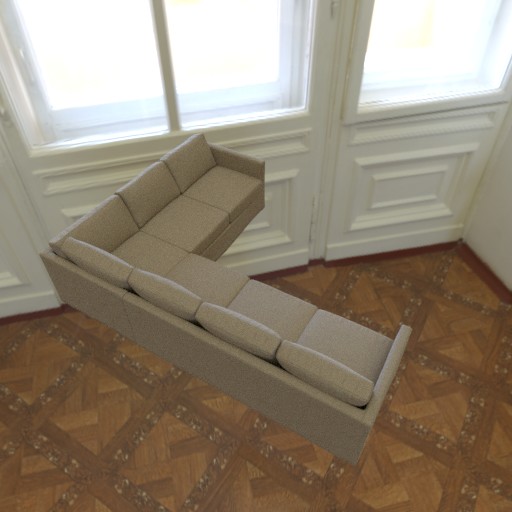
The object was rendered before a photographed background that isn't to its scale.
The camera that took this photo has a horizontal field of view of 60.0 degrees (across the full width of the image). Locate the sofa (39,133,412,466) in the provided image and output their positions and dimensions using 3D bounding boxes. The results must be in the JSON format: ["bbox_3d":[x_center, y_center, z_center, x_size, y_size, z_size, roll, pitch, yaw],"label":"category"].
[{"bbox_3d":[0.000,0.000,4.352,3.182,0.871,2.432,22,48,21],"label":"sofa"}]
